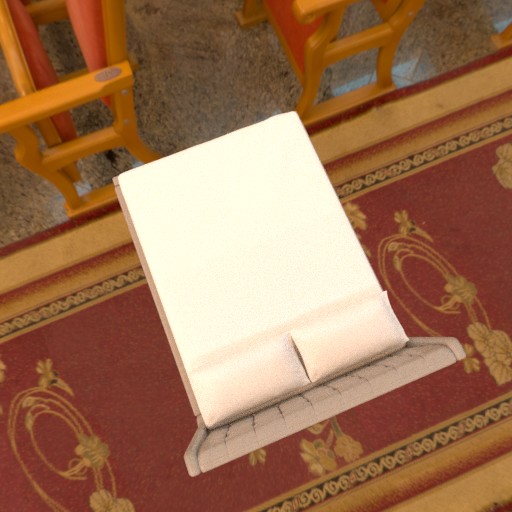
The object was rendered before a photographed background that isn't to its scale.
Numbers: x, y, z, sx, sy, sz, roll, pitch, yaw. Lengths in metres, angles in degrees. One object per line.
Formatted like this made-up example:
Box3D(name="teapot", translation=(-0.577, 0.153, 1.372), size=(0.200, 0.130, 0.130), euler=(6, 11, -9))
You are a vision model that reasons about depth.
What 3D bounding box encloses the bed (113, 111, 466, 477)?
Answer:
Box3D(name="bed", translation=(0.000, 0.000, 3.191), size=(1.656, 1.147, 2.232), euler=(-22, 77, -5))
